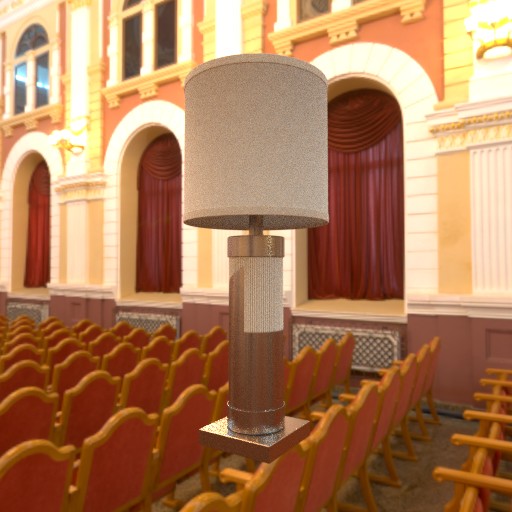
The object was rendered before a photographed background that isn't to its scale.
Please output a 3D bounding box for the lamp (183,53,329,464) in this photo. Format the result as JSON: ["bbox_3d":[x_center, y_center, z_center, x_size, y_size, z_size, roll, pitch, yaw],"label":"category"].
[{"bbox_3d":[0.000,0.000,0.622,0.202,0.509,0.202,-1,-2,33],"label":"lamp"}]
